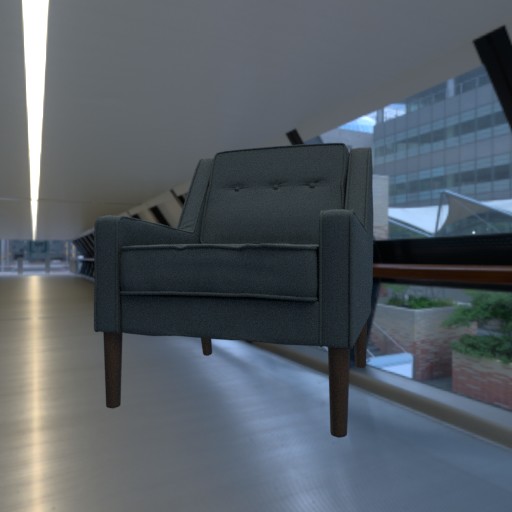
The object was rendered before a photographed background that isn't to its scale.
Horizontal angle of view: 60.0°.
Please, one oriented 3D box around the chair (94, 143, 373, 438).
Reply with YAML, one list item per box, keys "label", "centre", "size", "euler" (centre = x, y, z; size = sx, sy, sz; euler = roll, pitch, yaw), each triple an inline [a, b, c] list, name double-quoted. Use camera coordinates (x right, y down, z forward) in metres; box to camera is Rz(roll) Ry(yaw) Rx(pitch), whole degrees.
- label: "chair"
  centre: [0.000, 0.000, 1.358]
  size: [0.663, 0.780, 0.733]
  euler: [0, 1, 18]
